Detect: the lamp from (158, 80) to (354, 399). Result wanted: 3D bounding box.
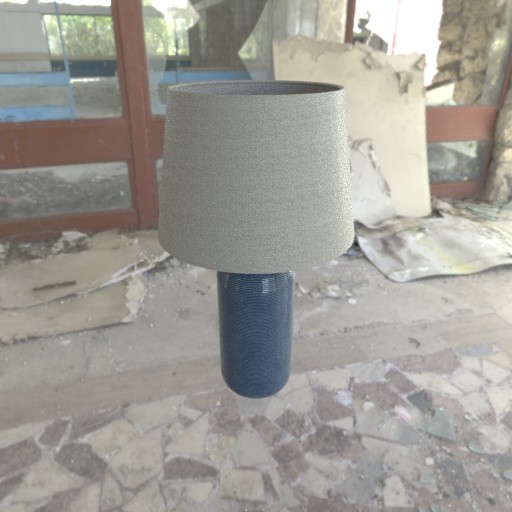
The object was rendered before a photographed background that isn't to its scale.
[{"bbox_3d":[0.000,0.000,0.597,0.253,0.428,0.253,0,25,0],"label":"lamp"}]
